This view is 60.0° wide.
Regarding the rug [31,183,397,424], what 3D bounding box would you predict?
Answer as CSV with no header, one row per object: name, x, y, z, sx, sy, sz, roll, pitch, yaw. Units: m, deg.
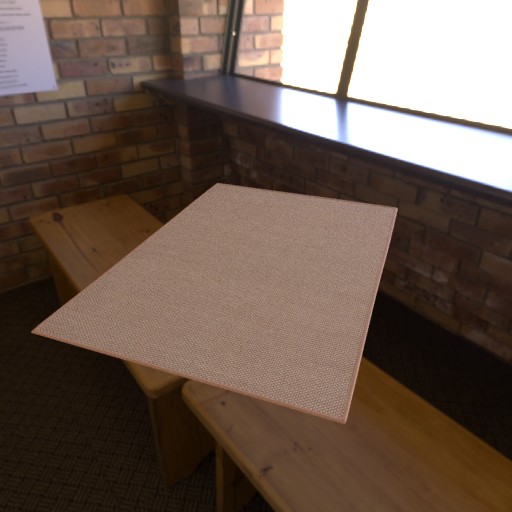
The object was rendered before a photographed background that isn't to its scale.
rug,0.000,0.000,2.764,1.524,0.013,2.134,11,32,18
